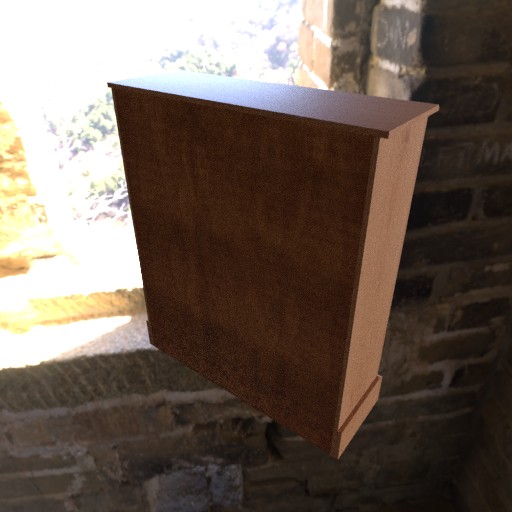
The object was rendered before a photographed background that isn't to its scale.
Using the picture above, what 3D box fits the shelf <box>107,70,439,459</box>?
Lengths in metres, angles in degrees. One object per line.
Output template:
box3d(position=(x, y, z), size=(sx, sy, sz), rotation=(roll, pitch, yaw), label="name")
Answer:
box3d(position=(0.000, 0.000, 1.387), size=(0.840, 0.980, 0.291), rotation=(21, 37, 31), label="shelf")
